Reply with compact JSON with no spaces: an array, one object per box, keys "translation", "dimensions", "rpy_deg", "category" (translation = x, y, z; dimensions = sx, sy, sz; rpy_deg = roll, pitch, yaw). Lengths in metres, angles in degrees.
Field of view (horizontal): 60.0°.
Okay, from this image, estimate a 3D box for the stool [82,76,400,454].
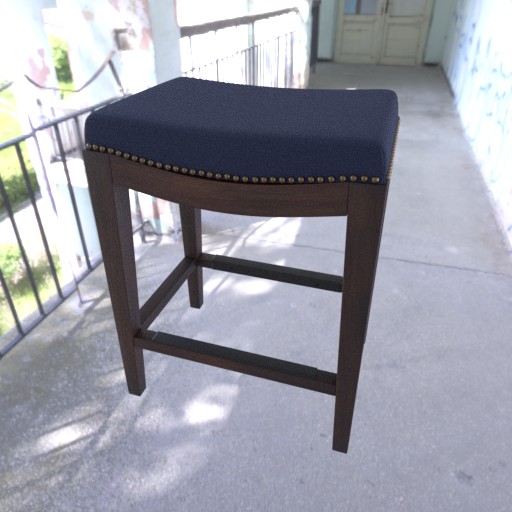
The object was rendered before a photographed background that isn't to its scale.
[{"translation":[0.000,0.000,0.934],"dimensions":[0.500,0.642,0.361],"rpy_deg":[10,33,15],"category":"stool"}]
